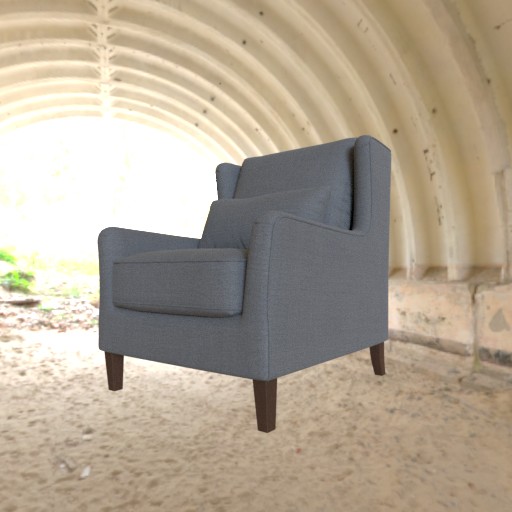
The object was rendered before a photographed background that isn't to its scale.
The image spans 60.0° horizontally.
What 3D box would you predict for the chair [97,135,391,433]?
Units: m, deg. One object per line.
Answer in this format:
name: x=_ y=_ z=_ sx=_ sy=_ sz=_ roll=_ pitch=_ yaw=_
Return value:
chair: x=0.000 y=0.000 z=1.873 sx=0.866 sy=1.056 sz=1.040 roll=-1 pitch=-2 yaw=37
